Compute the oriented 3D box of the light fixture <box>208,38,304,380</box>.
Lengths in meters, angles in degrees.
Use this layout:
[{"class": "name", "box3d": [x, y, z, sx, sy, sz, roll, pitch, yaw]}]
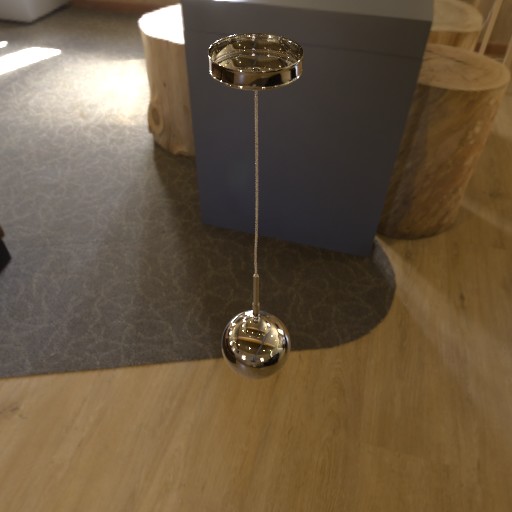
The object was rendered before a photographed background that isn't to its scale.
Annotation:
[{"class": "light fixture", "box3d": [0.000, 0.000, 1.706, 0.336, 1.538, 0.336, 24, 51, 21]}]
